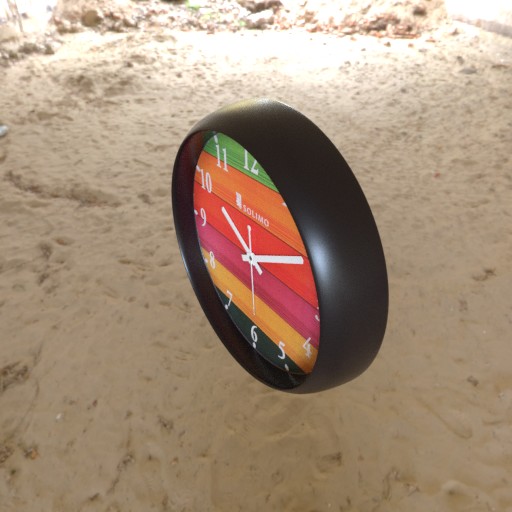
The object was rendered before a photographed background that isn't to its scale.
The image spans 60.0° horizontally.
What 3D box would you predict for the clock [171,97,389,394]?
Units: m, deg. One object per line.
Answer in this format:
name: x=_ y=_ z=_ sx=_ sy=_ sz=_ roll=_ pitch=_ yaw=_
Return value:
clock: x=0.000 y=0.000 z=0.451 sx=0.060 sy=0.300 sz=0.300 roll=-21 pitch=39 yaw=-28
